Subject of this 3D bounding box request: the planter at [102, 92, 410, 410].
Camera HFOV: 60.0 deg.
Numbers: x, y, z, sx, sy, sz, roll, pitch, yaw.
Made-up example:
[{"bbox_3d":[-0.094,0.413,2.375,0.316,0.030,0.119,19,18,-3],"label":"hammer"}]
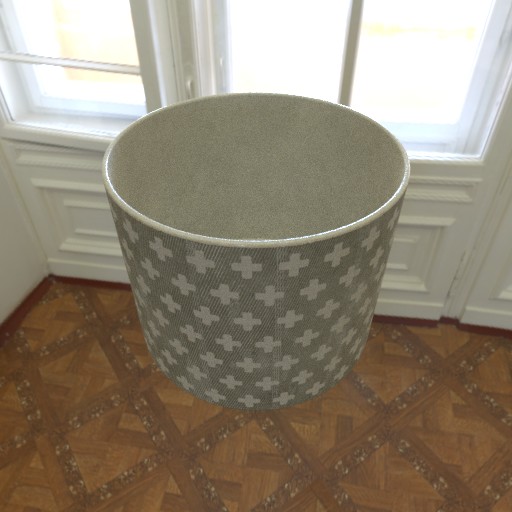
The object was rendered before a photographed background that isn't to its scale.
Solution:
[{"bbox_3d":[0.000,0.000,0.341,0.190,0.181,0.190,0,41,0],"label":"planter"}]
